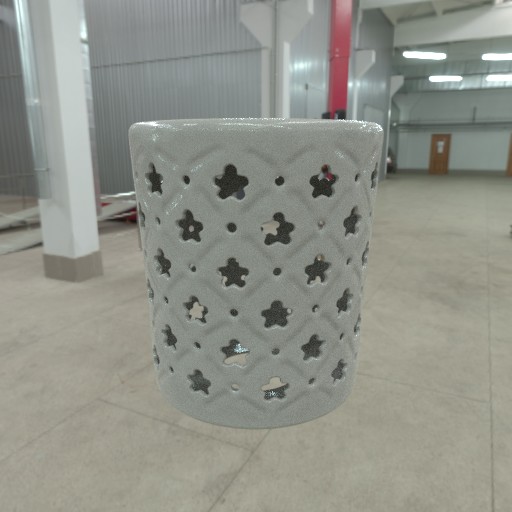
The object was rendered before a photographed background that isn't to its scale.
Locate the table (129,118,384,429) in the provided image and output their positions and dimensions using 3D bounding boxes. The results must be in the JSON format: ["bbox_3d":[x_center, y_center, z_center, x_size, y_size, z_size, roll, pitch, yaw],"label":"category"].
[{"bbox_3d":[0.000,0.000,0.674,0.352,0.387,0.352,0,14,0],"label":"table"}]
